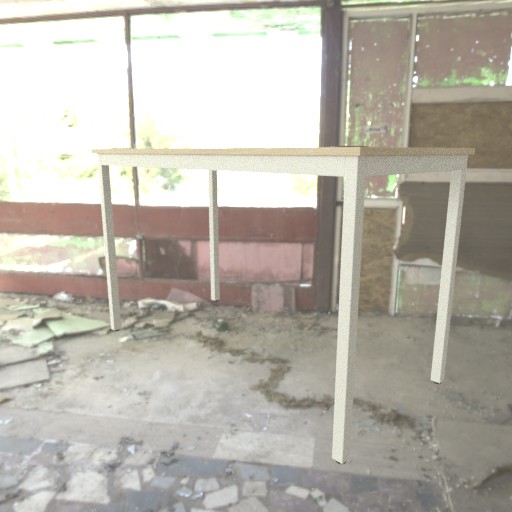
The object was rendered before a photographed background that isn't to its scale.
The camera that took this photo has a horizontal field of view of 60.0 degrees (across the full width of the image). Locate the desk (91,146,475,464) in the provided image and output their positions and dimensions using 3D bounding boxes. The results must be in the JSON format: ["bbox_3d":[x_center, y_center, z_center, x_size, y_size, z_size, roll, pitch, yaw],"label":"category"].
[{"bbox_3d":[0.000,0.000,1.580,0.600,0.750,1.200,-13,18,-43],"label":"desk"}]
